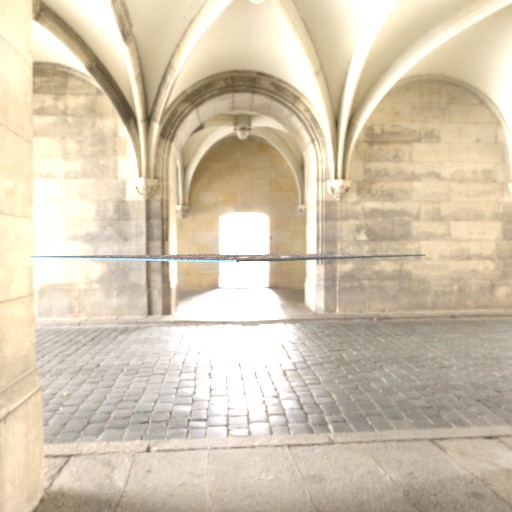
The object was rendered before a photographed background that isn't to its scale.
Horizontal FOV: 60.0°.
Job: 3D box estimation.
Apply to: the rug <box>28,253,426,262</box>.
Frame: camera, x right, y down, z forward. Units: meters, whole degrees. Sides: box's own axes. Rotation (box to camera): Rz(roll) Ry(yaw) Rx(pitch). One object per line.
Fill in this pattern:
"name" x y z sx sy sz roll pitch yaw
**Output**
"rug" 0.000 0.000 3.069 1.622 0.009 2.373 1 1 37
